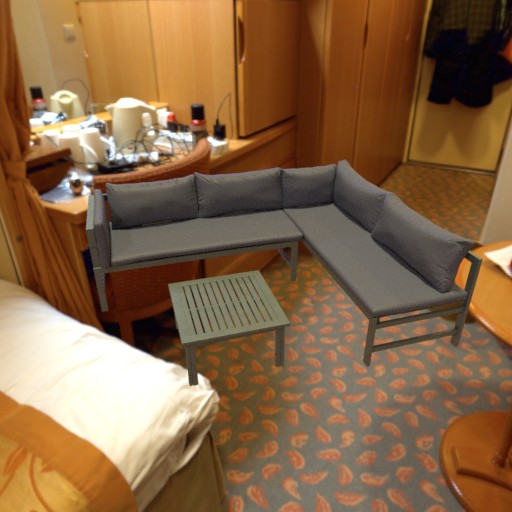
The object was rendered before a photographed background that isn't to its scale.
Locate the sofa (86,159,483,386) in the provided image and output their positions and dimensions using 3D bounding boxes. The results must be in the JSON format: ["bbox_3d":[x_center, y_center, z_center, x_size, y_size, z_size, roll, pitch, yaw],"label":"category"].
[{"bbox_3d":[0.000,0.000,3.016,2.149,0.762,1.658,-8,30,-15],"label":"sofa"}]
